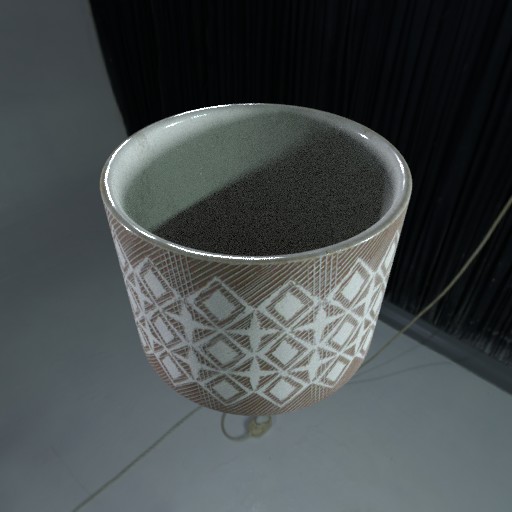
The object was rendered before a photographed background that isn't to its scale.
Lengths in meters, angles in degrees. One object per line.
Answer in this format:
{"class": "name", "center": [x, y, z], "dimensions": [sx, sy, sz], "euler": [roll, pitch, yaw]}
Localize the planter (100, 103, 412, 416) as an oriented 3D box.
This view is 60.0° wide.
{"class": "planter", "center": [0.000, 0.000, 0.219], "dimensions": [0.126, 0.104, 0.126], "euler": [0, 41, 0]}
